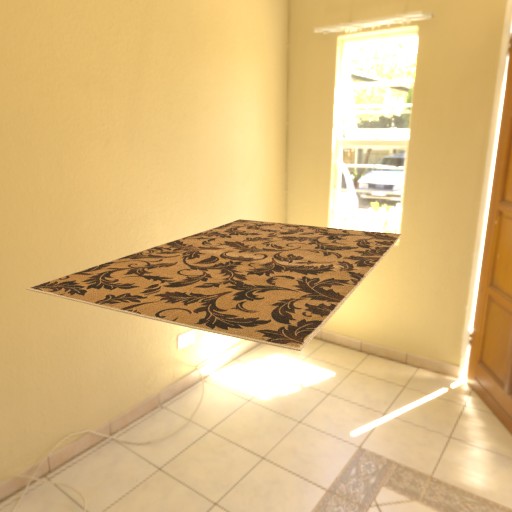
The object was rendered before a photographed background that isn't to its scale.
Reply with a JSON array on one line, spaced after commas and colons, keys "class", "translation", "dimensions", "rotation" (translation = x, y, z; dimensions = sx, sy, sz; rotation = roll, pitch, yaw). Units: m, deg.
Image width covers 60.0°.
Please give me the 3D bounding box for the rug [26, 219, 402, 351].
[{"class": "rug", "translation": [0.000, 0.000, 2.927], "dimensions": [1.522, 0.008, 2.284], "rotation": [7, 17, 26]}]
